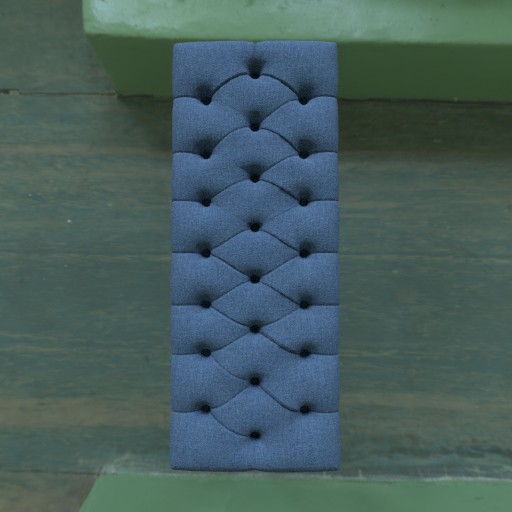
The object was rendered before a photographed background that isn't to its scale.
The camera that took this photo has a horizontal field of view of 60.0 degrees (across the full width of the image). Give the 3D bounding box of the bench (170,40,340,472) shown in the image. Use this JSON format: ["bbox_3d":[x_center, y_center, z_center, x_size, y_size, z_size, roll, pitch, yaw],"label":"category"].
[{"bbox_3d":[0.000,0.000,1.288,0.417,0.492,1.052,0,88,1],"label":"bench"}]
